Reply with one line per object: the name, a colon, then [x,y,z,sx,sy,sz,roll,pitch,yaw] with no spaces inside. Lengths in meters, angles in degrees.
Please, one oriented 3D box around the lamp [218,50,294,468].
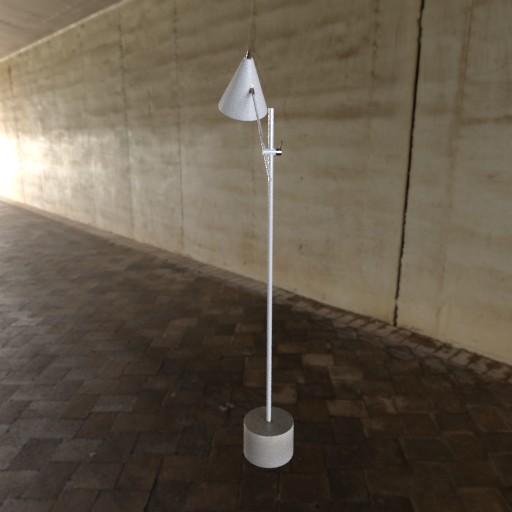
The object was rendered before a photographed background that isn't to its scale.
lamp: [0.000,0.000,1.640,0.223,1.430,0.508,-3,15,-10]
